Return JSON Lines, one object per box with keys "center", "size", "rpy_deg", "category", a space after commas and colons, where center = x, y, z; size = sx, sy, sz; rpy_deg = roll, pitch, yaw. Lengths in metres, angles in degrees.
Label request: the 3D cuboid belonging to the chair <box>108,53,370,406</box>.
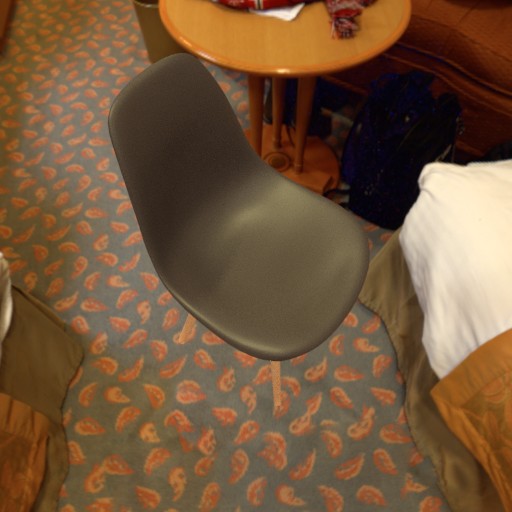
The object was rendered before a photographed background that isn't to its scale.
{"center": [0.000, 0.000, 1.109], "size": [0.533, 0.825, 0.470], "rpy_deg": [29, 62, 17], "category": "chair"}
